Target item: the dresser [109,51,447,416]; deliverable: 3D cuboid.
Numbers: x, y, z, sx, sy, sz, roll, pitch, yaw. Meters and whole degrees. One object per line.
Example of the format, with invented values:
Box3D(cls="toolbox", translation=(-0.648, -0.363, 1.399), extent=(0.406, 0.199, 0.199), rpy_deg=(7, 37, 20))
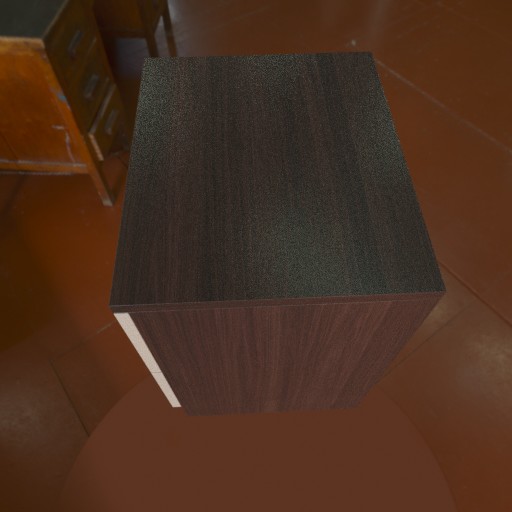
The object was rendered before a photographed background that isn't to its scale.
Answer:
Box3D(cls="dresser", translation=(0.000, 0.000, 0.741), extent=(0.360, 0.470, 0.400), rpy_deg=(-2, 58, -1))
